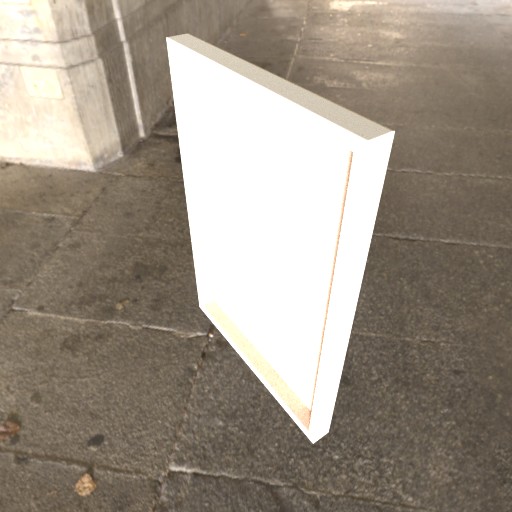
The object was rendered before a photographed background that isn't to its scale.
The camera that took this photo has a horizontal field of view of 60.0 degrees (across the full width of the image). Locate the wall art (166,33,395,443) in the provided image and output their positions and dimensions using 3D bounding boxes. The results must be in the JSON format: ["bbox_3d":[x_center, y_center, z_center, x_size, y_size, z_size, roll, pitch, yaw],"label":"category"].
[{"bbox_3d":[0.000,0.000,0.758,0.038,0.608,0.418,-25,47,-26],"label":"wall art"}]
